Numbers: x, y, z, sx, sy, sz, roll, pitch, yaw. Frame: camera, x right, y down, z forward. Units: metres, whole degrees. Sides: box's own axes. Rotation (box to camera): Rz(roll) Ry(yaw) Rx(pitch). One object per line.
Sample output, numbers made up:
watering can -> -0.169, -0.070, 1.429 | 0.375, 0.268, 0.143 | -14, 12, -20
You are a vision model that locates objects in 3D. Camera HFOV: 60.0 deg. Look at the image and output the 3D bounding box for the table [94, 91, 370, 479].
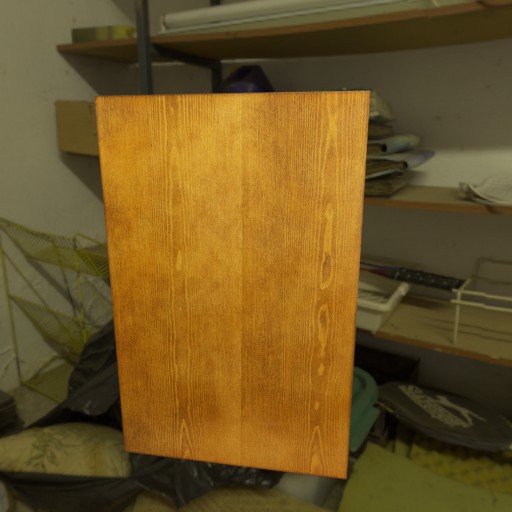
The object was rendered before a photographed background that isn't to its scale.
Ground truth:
table -> 0.000, 0.000, 0.952 | 0.400, 0.605, 0.550 | 2, 15, 10
